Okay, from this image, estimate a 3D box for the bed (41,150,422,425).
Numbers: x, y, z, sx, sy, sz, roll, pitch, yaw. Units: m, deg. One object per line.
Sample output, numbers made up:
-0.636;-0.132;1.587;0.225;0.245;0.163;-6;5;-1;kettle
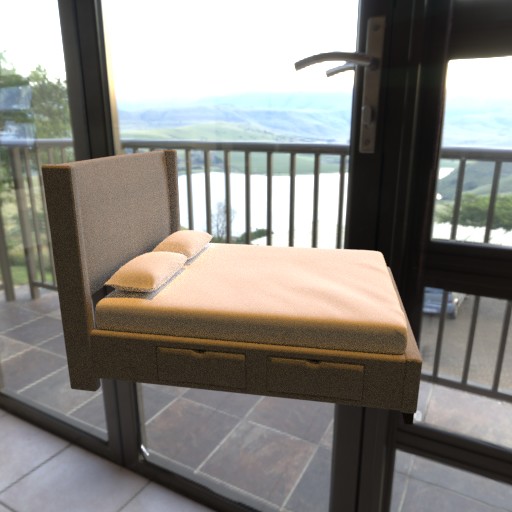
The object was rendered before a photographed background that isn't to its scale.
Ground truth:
0.000;0.000;3.413;2.222;1.491;1.774;3;17;10;bed
